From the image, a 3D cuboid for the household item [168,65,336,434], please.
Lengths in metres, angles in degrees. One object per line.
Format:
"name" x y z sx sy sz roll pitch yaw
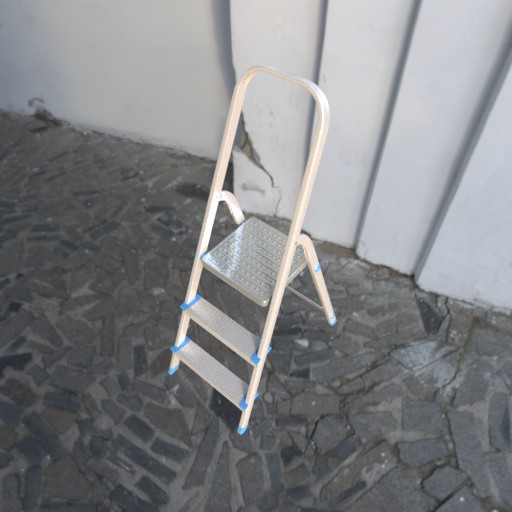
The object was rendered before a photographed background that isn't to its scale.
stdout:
"household item" 0.000 0.000 1.534 0.420 1.215 0.687 32 56 25
